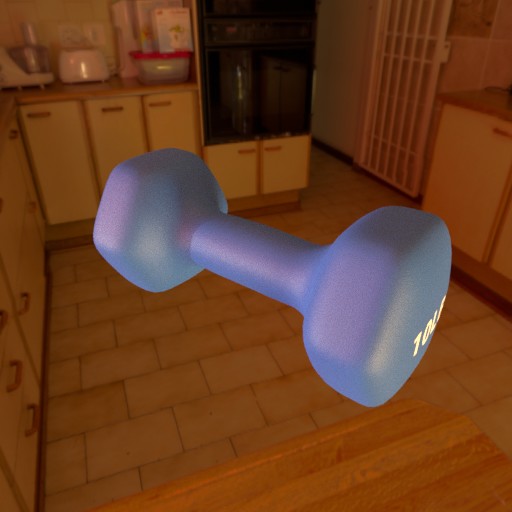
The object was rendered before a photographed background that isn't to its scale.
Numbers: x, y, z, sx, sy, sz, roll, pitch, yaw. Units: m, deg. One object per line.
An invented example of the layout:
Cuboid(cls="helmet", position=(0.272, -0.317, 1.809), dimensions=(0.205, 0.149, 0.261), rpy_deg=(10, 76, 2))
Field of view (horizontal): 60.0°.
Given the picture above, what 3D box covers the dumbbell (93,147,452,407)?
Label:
Cuboid(cls="dumbbell", position=(0.000, 0.000, 0.267), dimensions=(0.212, 0.093, 0.103), rpy_deg=(22, 36, 33))
